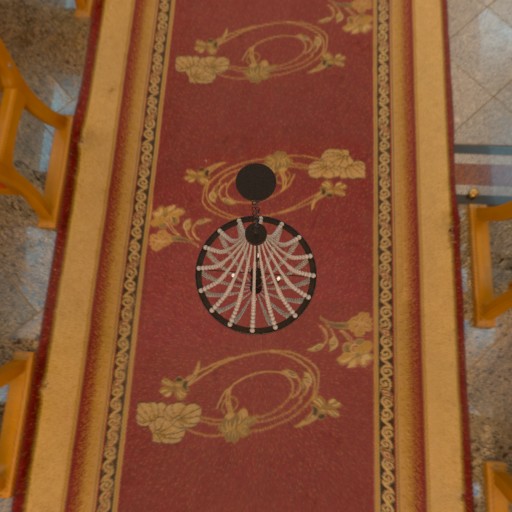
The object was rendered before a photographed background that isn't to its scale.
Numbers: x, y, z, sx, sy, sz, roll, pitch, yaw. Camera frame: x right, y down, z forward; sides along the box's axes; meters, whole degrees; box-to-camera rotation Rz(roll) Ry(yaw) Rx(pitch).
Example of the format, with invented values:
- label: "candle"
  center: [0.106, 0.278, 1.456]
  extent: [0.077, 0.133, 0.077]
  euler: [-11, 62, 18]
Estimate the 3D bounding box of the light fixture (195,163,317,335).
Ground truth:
- label: "light fixture"
  center: [0.000, 0.000, 1.396]
  extent: [0.450, 1.133, 0.450]
  euler: [0, 75, 0]
